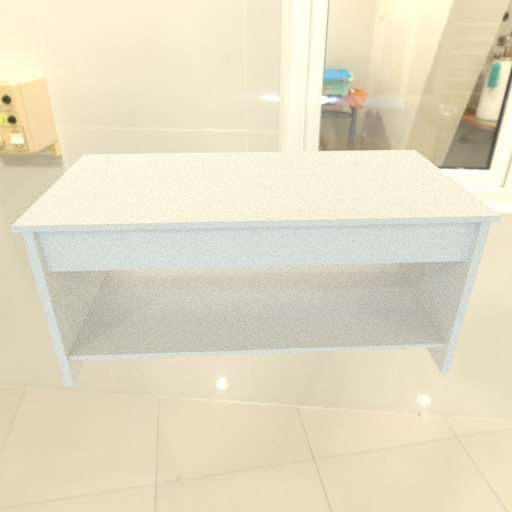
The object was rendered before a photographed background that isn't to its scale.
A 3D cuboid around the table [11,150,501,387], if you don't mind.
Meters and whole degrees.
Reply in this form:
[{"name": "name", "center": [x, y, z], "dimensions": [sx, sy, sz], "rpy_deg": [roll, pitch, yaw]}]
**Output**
[{"name": "table", "center": [0.000, 0.000, 1.226], "dimensions": [1.000, 0.441, 0.500], "rpy_deg": [-1, 29, -3]}]
